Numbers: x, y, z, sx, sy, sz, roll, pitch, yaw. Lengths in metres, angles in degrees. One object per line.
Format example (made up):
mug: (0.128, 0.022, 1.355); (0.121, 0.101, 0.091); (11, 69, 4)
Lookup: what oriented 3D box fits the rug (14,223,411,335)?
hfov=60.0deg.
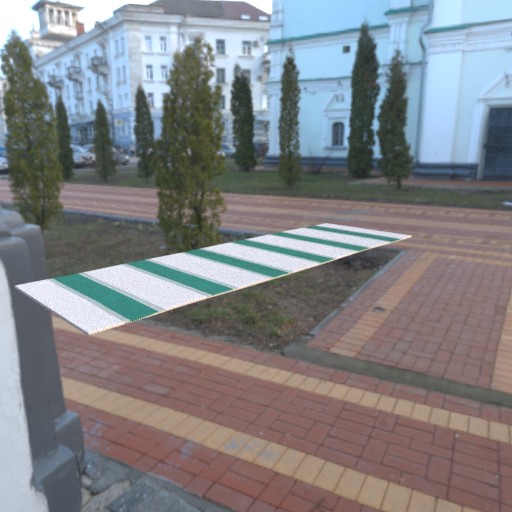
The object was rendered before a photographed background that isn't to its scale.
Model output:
rug: (0.000, 0.000, 2.646); (0.768, 0.012, 2.438); (13, 19, 43)
